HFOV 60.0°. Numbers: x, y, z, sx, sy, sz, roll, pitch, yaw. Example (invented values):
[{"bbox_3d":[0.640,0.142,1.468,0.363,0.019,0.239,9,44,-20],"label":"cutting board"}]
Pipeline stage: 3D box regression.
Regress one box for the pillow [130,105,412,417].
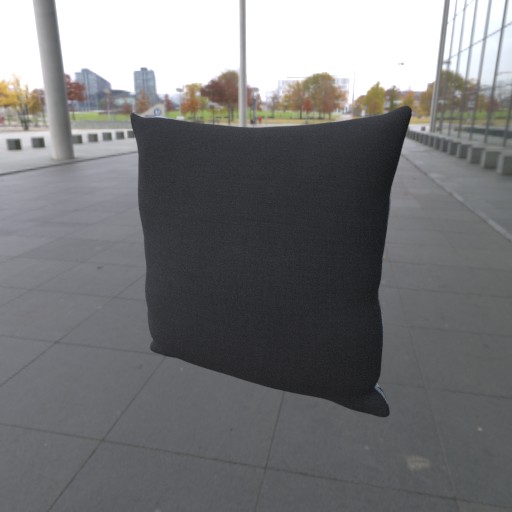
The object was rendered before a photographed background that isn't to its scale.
[{"bbox_3d":[0.000,0.000,0.779,0.503,0.496,0.208,9,20,25],"label":"pillow"}]
